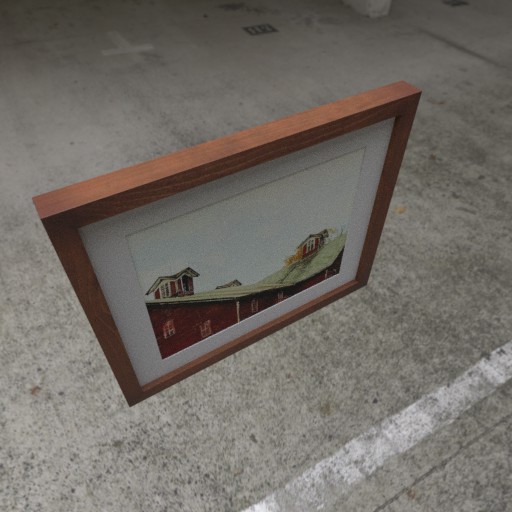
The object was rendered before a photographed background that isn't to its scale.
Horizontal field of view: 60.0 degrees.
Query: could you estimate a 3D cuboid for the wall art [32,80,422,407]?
[{"bbox_3d":[0.000,0.000,0.536,0.401,0.328,0.030,-24,51,-21],"label":"wall art"}]
